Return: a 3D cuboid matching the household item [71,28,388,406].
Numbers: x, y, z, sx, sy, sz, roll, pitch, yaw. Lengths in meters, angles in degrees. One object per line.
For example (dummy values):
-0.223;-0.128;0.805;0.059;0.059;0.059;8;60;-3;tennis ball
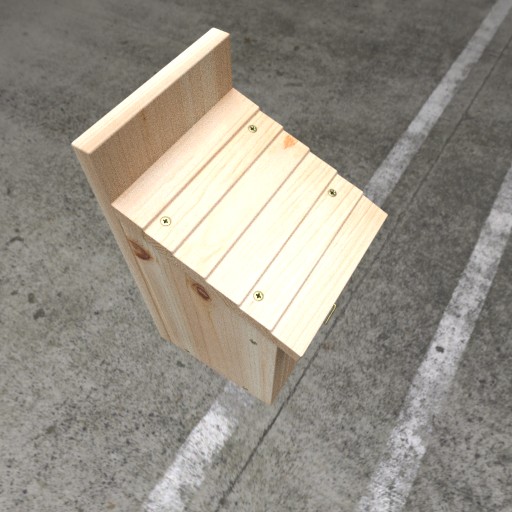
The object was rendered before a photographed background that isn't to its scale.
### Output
0.000;0.000;0.400;0.171;0.300;0.149;28;62;17;household item
